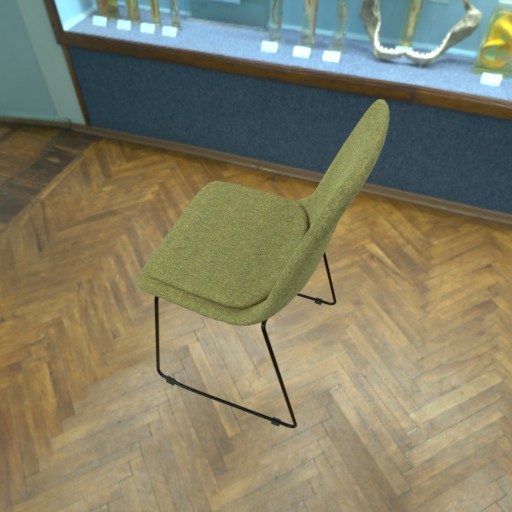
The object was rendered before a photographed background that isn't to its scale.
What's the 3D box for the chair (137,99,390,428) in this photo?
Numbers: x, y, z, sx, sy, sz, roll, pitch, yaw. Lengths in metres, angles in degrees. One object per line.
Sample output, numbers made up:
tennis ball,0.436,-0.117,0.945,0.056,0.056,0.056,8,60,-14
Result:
chair,0.000,0.000,1.157,0.496,0.849,0.479,16,50,14
